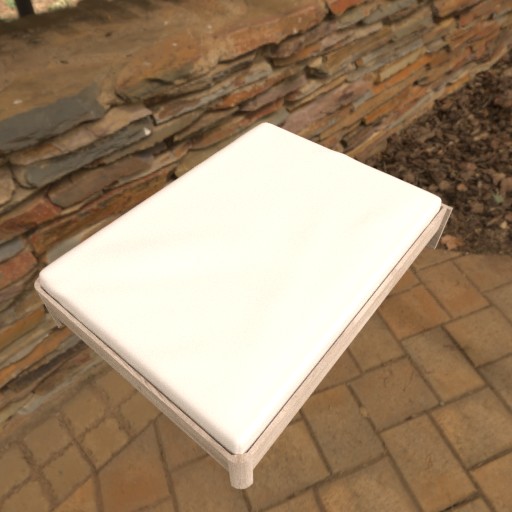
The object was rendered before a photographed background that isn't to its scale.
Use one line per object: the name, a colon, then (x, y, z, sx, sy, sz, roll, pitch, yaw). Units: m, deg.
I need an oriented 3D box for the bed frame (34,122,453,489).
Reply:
bed frame: (0.000, 0.000, 2.583, 1.490, 0.462, 1.950, 31, 55, 25)
